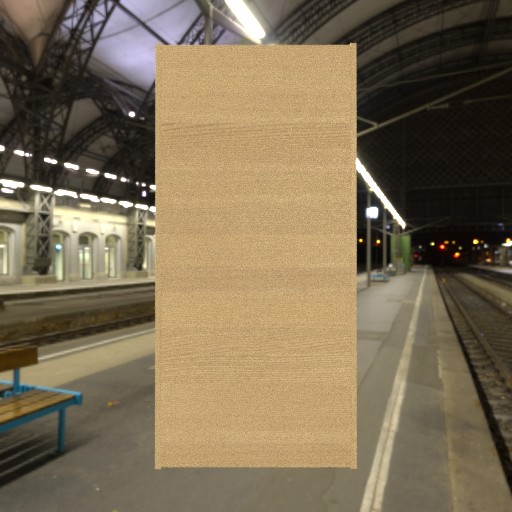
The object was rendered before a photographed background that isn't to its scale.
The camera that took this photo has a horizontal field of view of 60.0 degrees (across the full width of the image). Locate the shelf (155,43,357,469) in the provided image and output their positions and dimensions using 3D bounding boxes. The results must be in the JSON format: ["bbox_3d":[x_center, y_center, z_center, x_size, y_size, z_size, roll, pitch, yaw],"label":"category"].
[{"bbox_3d":[0.000,0.000,1.058,0.417,0.876,0.292,0,0,0],"label":"shelf"}]
